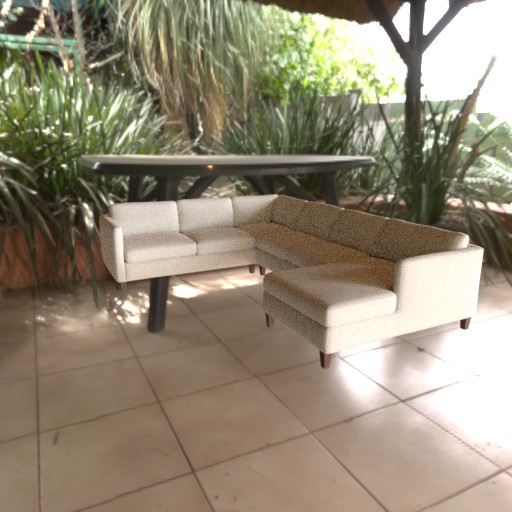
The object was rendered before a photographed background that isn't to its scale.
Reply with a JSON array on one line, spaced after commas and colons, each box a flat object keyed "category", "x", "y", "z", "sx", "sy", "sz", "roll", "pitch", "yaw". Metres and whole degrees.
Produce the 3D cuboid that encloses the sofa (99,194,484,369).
[{"category": "sofa", "x": 0.000, "y": 0.000, "z": 4.455, "sx": 2.551, "sy": 0.853, "sz": 3.238, "roll": -7, "pitch": 16, "yaw": -26}]
